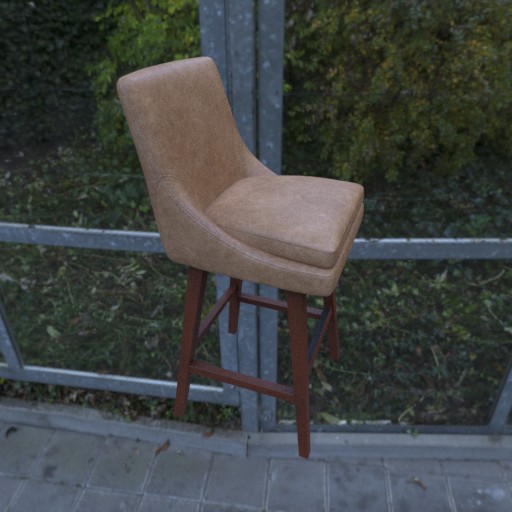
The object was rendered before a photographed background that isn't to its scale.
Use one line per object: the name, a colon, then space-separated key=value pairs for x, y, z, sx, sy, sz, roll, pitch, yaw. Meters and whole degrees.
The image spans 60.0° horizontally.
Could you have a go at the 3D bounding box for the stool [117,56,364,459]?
stool: x=0.000 y=0.000 z=1.374 sx=0.572 sy=1.079 sz=0.487 roll=11 pitch=32 yaw=18
